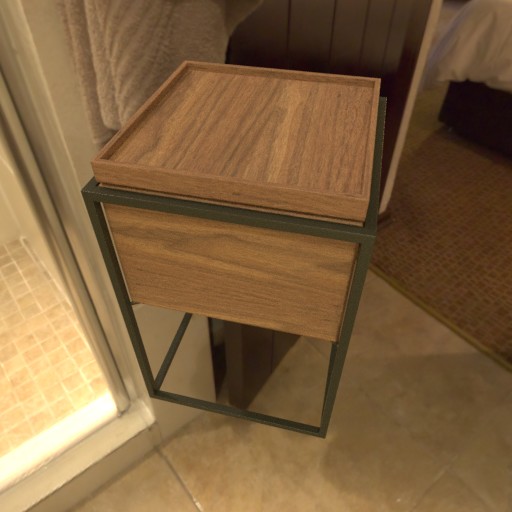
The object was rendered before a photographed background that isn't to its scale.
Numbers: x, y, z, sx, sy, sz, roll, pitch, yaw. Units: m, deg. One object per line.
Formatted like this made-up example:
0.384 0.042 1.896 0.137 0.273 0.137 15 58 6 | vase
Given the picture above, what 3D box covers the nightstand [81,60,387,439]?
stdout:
0.000 0.000 0.893 0.397 0.607 0.397 10 45 10 | nightstand
